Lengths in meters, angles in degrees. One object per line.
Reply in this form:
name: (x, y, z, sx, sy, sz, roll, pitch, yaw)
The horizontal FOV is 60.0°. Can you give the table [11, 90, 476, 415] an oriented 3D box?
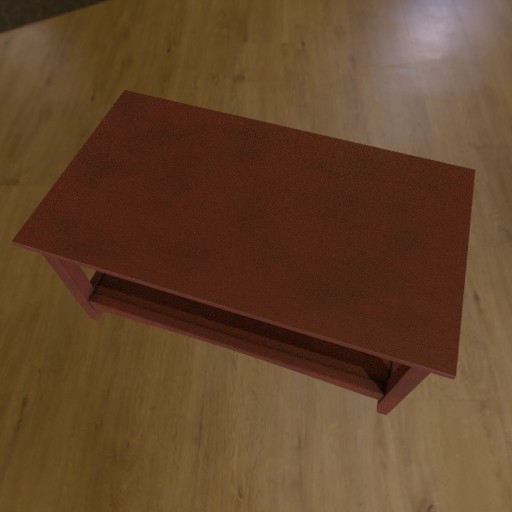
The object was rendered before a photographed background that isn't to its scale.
table: (0.000, 0.000, 1.207, 0.943, 0.456, 0.533, 16, 60, 10)
